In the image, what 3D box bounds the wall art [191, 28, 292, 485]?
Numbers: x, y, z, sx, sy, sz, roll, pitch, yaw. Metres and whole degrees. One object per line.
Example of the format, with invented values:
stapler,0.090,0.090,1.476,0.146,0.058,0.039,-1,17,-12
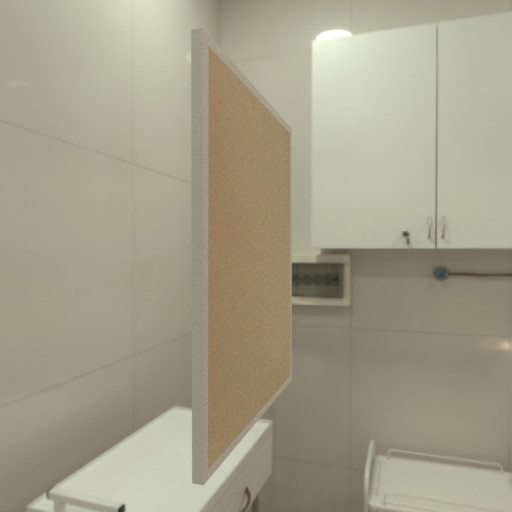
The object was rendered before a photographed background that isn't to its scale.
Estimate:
wall art,0.000,0.000,0.625,0.013,0.456,0.382,0,1,18
